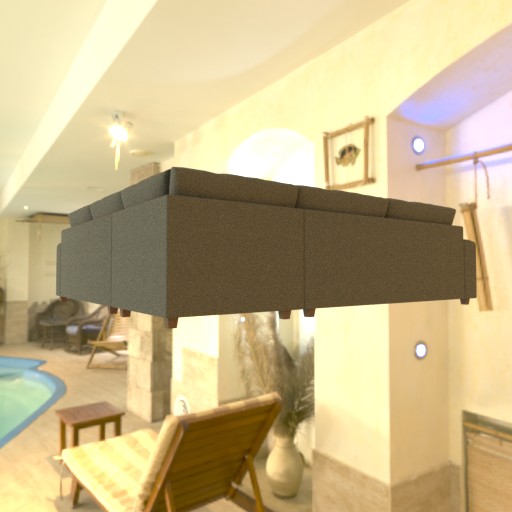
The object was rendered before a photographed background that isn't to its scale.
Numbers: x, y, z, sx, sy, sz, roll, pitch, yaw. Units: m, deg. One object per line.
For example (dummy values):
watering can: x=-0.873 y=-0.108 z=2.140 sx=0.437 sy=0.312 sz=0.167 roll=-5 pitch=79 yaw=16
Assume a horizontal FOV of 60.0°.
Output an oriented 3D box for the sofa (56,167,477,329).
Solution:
sofa: x=0.000 y=0.000 z=4.593 sx=3.277 sy=0.965 sz=2.895 roll=1 pitch=-2 yaw=-35
